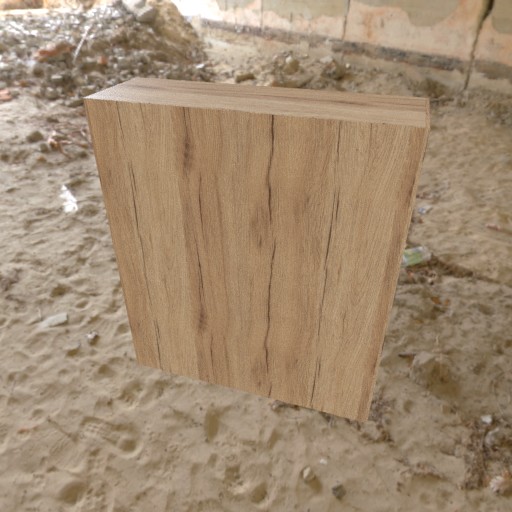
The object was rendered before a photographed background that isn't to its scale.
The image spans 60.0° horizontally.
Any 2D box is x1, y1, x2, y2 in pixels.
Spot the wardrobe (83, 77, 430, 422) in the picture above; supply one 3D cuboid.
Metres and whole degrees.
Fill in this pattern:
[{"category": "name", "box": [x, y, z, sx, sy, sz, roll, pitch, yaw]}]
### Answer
[{"category": "wardrobe", "box": [0.000, 0.000, 2.994, 1.810, 2.070, 0.580, 10, 34, 15]}]
